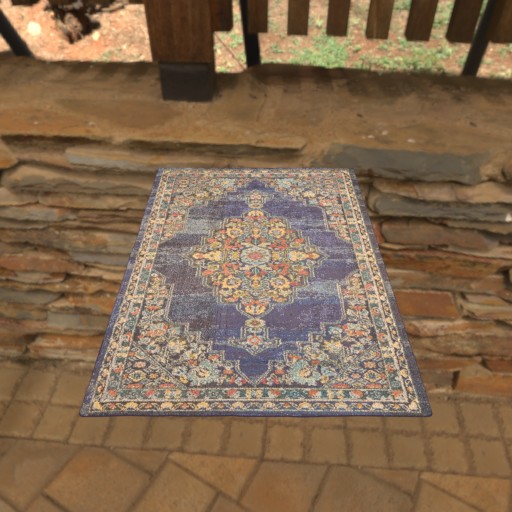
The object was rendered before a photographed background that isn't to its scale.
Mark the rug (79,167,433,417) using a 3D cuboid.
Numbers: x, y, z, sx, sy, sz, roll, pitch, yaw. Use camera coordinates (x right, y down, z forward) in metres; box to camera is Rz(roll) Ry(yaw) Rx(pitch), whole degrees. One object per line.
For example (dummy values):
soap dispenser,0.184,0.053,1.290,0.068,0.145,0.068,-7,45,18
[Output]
rug,0.000,0.000,2.861,1.630,0.009,2.232,0,41,0
